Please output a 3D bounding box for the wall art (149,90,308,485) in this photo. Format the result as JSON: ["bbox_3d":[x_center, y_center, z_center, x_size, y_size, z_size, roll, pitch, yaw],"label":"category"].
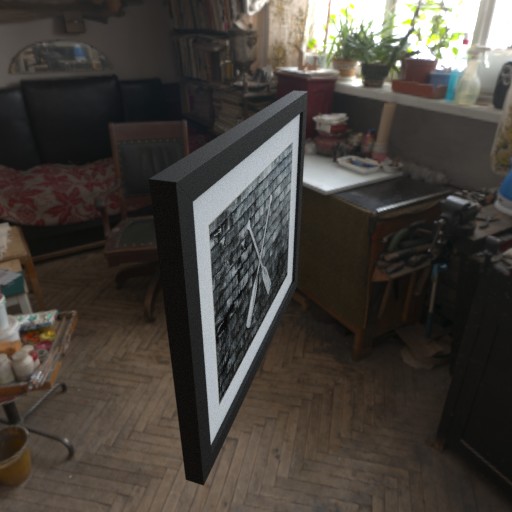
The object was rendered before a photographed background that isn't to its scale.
[{"bbox_3d":[0.000,0.000,0.761,0.029,0.457,0.558,9,30,16],"label":"wall art"}]
